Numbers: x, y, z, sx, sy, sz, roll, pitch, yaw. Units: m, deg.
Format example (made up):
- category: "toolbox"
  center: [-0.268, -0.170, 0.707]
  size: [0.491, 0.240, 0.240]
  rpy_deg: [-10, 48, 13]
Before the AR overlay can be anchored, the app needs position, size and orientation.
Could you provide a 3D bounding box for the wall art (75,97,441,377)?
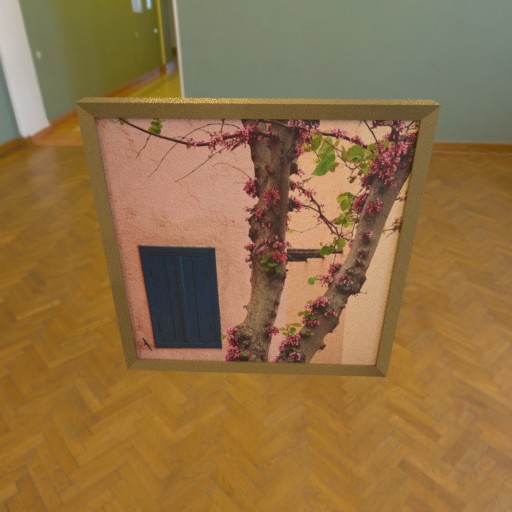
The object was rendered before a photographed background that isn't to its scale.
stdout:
- category: "wall art"
  center: [0.000, 0.000, 0.757]
  size: [0.507, 0.508, 0.038]
  rpy_deg: [1, 30, 2]
